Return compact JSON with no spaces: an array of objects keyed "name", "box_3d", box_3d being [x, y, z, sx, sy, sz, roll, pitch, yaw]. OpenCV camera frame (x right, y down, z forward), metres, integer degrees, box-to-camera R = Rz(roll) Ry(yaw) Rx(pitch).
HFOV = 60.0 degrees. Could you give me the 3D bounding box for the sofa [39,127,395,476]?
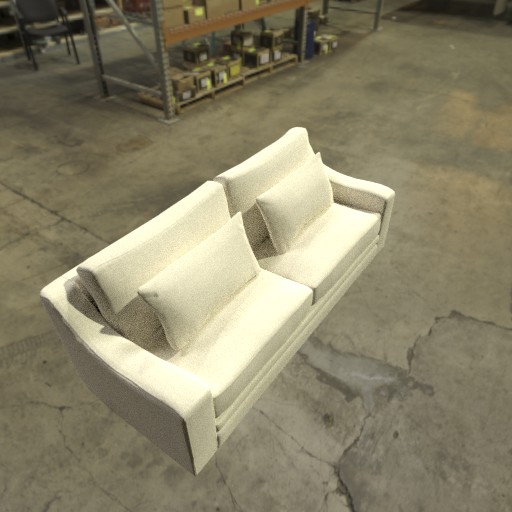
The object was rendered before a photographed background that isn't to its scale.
[{"name":"sofa","box_3d":[0.000,0.000,3.025,1.009,1.022,2.470,25,45,27]}]
